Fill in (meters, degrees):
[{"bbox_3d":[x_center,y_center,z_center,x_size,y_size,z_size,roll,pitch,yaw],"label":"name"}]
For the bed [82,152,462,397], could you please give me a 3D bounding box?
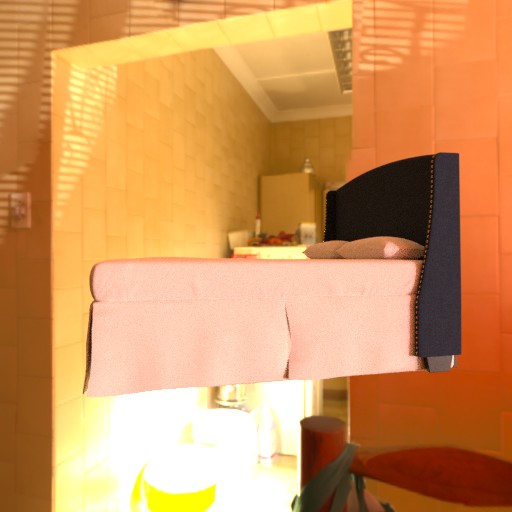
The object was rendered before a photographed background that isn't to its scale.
[{"bbox_3d":[0.000,0.000,3.187,2.223,1.402,1.604,0,0,-15],"label":"bed"}]
